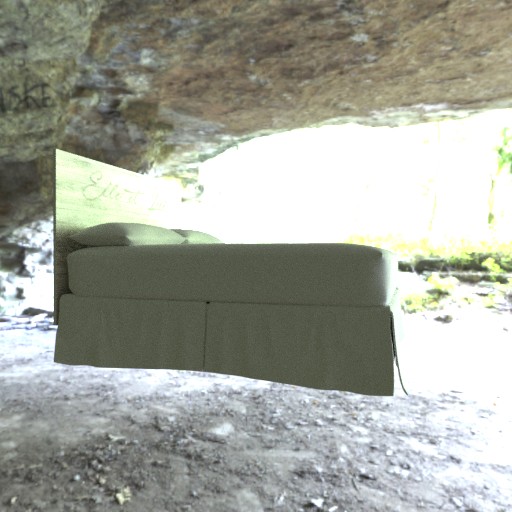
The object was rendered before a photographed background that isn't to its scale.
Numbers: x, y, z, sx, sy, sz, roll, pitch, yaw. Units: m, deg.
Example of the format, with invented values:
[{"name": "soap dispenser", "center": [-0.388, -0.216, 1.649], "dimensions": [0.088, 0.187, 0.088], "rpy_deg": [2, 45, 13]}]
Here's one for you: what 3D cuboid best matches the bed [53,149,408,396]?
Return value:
[{"name": "bed", "center": [0.000, 0.000, 3.215], "dimensions": [2.094, 1.335, 1.745], "rpy_deg": [0, 0, 19]}]
